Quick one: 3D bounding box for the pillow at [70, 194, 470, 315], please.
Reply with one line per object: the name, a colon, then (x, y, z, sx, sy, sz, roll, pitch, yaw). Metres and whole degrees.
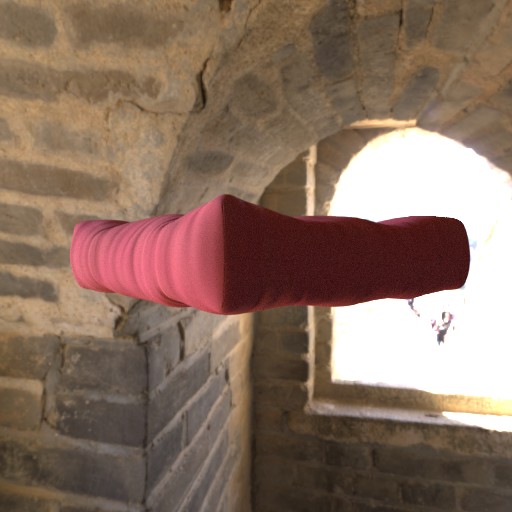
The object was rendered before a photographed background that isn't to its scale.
pillow: (0.000, 0.000, 0.718, 0.468, 0.128, 0.490, -1, 1, -37)
